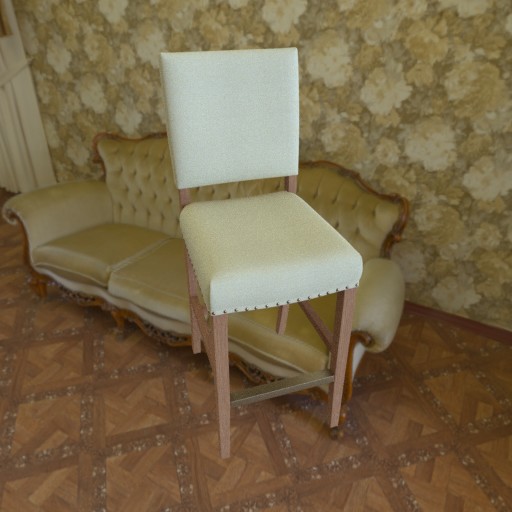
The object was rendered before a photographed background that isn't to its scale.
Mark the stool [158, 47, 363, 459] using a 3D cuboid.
[{"bbox_3d":[0.000,0.000,1.440,0.445,1.168,0.584,-10,33,-15],"label":"stool"}]
